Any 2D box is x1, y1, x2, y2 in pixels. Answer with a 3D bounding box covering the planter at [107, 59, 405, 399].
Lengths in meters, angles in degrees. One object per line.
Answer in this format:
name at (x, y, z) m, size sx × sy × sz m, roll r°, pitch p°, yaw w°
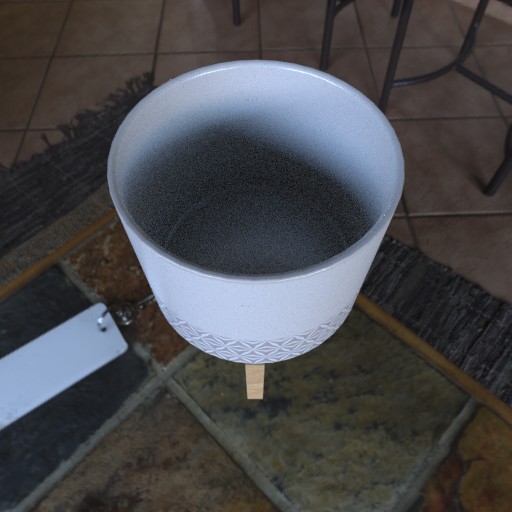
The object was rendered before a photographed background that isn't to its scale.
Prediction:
planter at (0.000, 0.000, 0.521) m, size 0.249 × 0.343 × 0.249 m, roll 0°, pitch 59°, yaw 0°
